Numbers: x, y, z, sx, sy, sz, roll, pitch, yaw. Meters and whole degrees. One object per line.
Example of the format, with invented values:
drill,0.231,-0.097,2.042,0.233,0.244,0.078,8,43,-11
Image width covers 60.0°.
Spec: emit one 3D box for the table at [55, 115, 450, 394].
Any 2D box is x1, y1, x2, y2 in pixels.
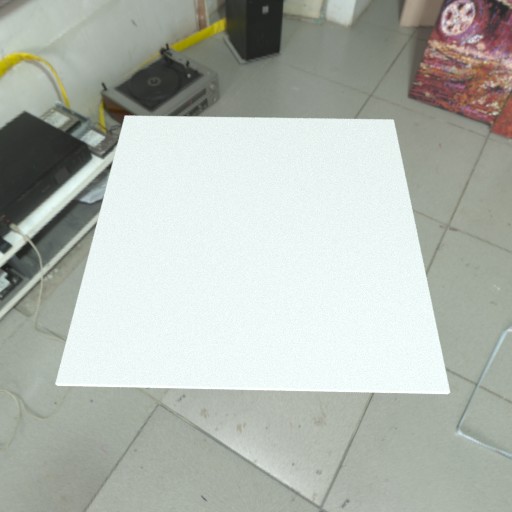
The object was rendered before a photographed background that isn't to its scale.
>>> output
table,0.000,0.000,1.361,0.890,0.305,0.890,1,58,1
